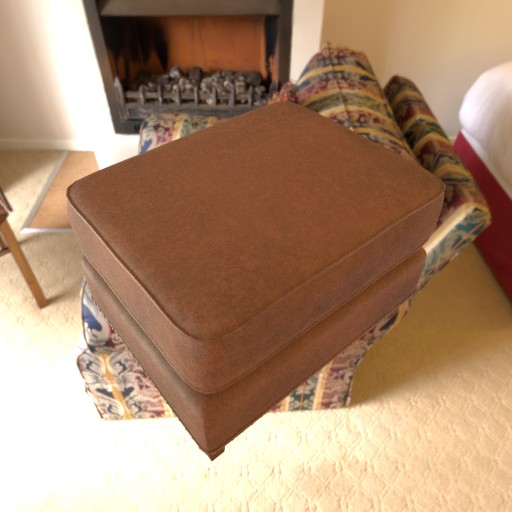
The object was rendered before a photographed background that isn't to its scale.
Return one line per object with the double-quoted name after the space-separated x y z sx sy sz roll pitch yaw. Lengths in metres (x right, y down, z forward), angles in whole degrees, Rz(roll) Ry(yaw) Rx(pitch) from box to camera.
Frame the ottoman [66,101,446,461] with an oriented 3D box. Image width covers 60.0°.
0.000 0.000 1.146 0.738 0.537 0.589 -30 52 -27 "ottoman"
